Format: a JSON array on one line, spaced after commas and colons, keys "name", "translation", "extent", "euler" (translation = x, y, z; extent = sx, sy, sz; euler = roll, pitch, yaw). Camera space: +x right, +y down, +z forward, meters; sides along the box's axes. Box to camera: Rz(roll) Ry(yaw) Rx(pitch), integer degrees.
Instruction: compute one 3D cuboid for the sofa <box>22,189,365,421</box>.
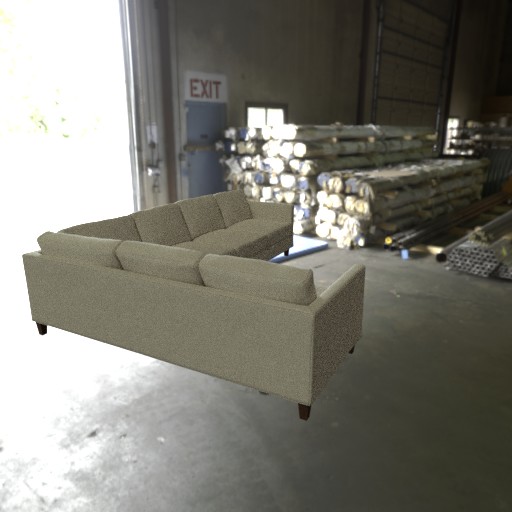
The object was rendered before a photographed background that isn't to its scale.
[{"name": "sofa", "translation": [0.000, 0.000, 4.263], "extent": [2.432, 0.863, 3.182], "euler": [8, 18, 27]}]
